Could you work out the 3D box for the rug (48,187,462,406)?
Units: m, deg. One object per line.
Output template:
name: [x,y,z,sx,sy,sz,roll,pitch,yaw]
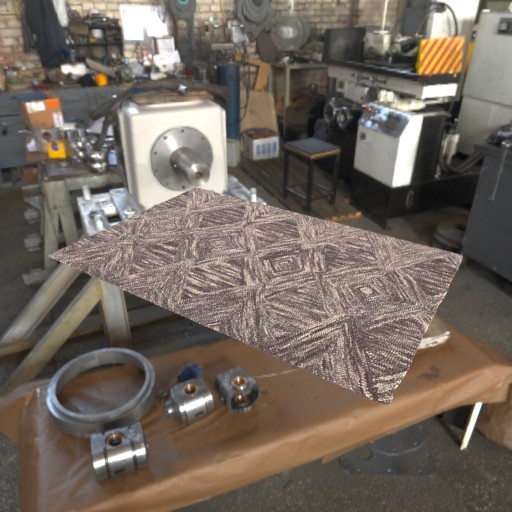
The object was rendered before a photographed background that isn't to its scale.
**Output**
rug: [0.000,0.000,2.303,1.814,0.012,1.186,18,34,28]
